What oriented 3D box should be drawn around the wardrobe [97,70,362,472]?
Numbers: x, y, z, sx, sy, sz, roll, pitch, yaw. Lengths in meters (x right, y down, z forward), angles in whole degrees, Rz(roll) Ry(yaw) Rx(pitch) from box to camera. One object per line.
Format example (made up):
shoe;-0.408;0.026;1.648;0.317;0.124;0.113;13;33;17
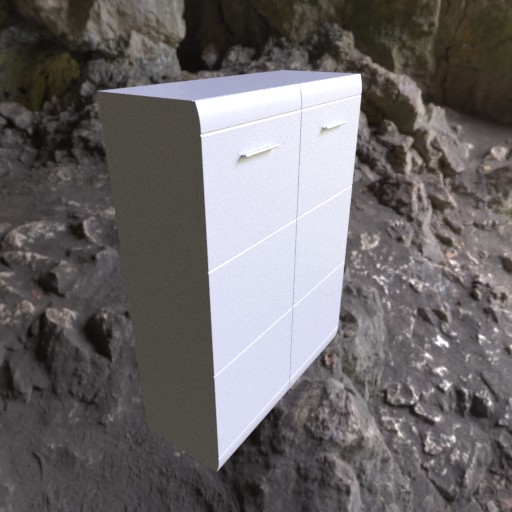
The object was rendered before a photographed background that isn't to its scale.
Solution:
wardrobe;0.000;0.000;1.629;0.360;1.200;0.900;17;31;31
